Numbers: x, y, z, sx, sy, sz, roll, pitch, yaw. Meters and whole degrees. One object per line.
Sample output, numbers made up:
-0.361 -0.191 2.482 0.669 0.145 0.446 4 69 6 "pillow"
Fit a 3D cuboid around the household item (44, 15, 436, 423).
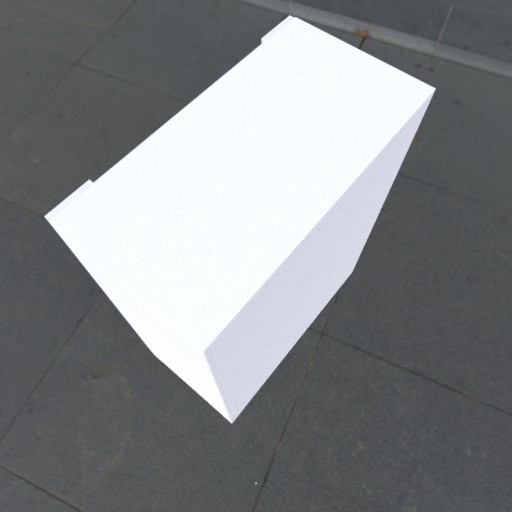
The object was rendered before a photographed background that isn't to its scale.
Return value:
0.000 0.000 1.387 0.420 1.010 0.790 36 68 17 "household item"
